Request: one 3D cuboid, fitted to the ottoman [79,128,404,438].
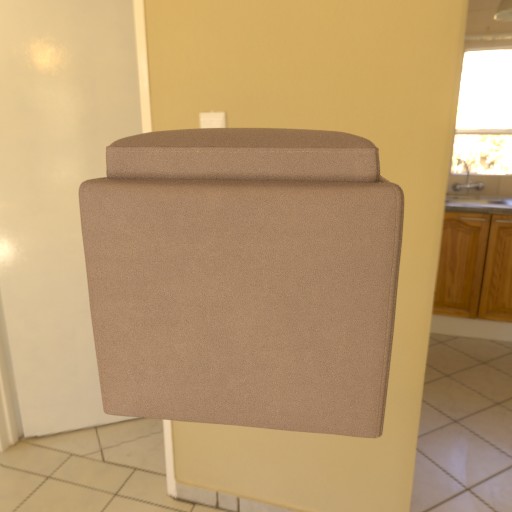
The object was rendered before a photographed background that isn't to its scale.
[{"bbox_3d":[0.000,0.000,0.829,0.450,0.460,0.451,2,16,8],"label":"ottoman"}]
